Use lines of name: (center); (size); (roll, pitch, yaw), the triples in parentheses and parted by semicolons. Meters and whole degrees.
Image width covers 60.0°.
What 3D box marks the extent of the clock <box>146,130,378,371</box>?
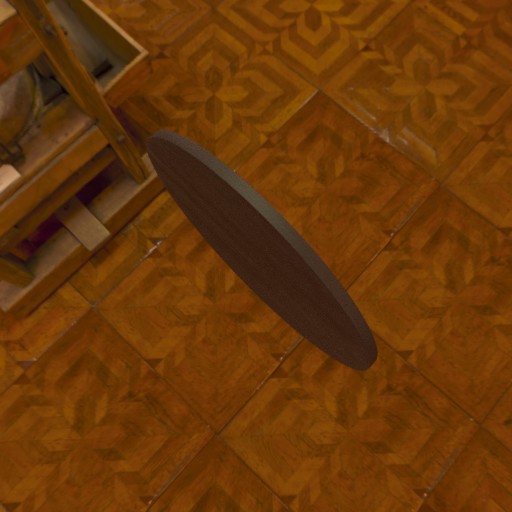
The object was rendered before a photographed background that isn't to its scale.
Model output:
clock: (0.000, 0.000, 0.881); (0.029, 0.595, 0.595); (-44, 79, -11)
